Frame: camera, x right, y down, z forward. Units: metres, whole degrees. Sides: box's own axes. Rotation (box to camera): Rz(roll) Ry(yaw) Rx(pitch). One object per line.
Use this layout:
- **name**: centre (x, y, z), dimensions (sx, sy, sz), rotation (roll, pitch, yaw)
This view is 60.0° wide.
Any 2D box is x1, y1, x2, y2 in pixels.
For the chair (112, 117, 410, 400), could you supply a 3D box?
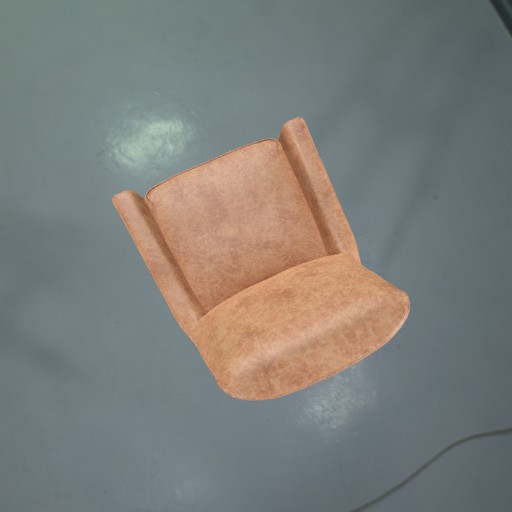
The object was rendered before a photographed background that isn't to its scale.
- **chair**: centre (0.000, 0.000, 1.532), dimensions (0.753, 0.883, 0.851), rotation (-25, 78, -6)
